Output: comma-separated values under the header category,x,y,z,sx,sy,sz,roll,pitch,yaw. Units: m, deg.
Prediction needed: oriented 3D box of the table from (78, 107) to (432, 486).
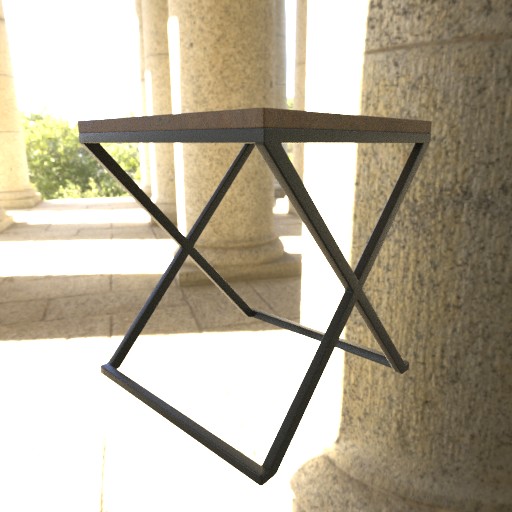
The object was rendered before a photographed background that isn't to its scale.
category,x,y,z,sx,sy,sz,roll,pitch,yaw
table,0.000,0.000,0.942,0.499,0.550,0.498,13,19,42
